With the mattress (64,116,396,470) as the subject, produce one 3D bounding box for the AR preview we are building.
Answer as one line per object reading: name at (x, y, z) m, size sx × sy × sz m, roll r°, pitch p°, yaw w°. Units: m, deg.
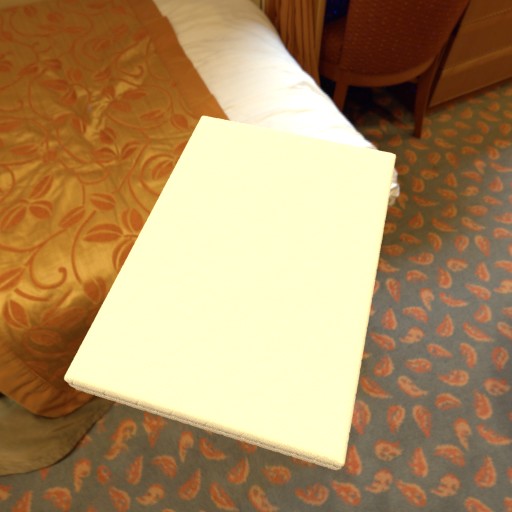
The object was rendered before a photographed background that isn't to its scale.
mattress at (0.000, 0.000, 2.639) m, size 1.400 × 0.200 × 2.000 m, roll 14°, pitch 59°, yaw 9°
